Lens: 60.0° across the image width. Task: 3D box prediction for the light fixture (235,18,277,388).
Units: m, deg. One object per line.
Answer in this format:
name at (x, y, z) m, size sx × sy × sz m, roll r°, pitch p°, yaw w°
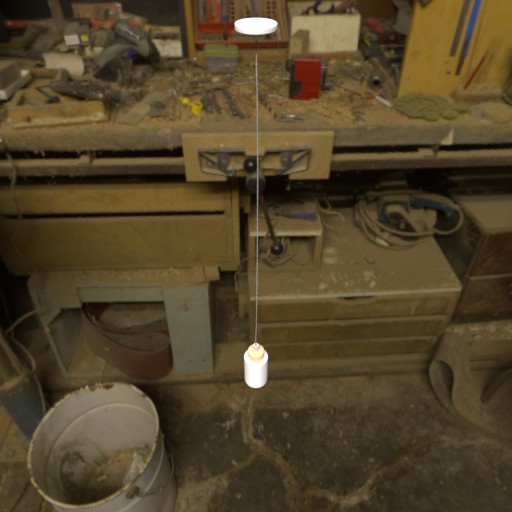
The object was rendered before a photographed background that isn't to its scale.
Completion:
light fixture at (0.000, 0.000, 1.880) m, size 0.125 × 1.798 × 0.125 m, roll -1°, pitch 41°, yaw -1°
